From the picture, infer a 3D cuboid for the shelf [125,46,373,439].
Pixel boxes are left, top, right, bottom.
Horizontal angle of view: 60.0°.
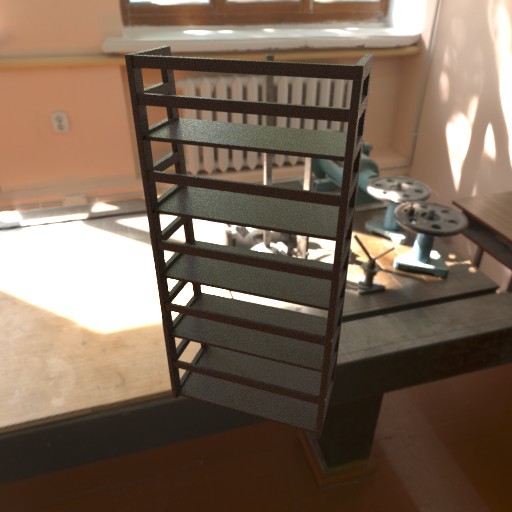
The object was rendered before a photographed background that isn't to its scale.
[{"bbox_3d":[0.000,0.000,1.901,0.763,1.600,0.403,10,33,16],"label":"shelf"}]
